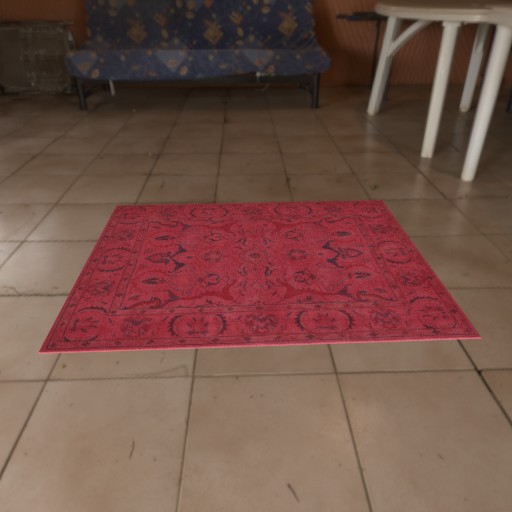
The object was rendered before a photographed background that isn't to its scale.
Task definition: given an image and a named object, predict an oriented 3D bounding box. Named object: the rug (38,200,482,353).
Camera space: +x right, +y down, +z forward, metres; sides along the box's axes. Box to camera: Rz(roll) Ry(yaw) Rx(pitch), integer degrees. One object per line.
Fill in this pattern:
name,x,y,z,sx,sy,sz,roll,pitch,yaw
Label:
rug,0.000,0.000,3.902,2.929,0.012,2.300,-1,31,-2
